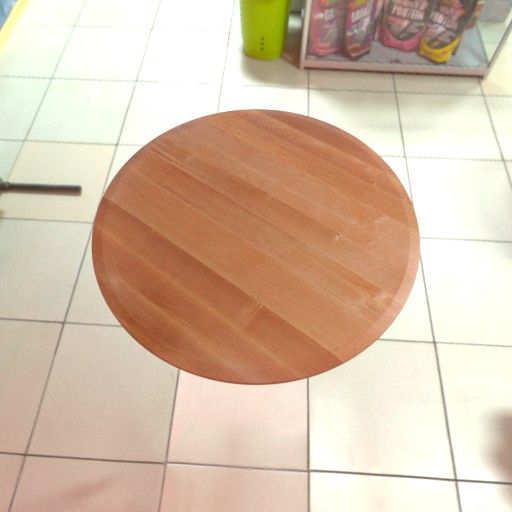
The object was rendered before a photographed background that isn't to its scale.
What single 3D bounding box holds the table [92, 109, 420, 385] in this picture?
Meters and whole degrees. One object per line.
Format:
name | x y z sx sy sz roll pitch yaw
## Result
table | 0.000 0.000 1.401 0.900 0.400 0.900 0 59 0
